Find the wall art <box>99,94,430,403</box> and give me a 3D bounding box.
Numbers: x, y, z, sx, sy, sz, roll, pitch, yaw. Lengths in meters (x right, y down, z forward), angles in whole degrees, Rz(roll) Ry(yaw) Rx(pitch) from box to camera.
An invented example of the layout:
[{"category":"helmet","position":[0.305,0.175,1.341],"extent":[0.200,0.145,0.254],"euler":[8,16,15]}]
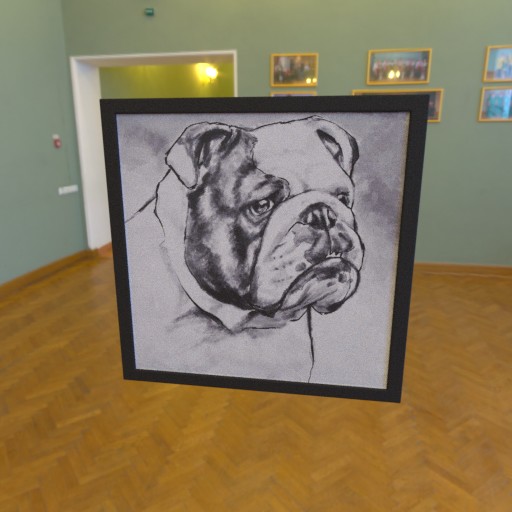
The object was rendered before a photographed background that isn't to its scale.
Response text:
[{"category":"wall art","position":[0.000,0.000,0.823],"extent":[0.562,0.558,0.012],"euler":[2,15,9]}]
